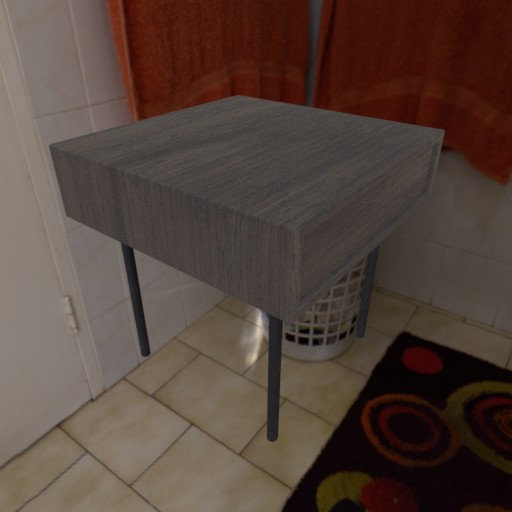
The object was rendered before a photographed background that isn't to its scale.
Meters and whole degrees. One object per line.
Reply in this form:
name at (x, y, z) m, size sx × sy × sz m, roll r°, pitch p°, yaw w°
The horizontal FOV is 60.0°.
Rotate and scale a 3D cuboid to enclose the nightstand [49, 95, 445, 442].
nightstand at (0.000, 0.000, 0.916) m, size 0.503 × 0.497 × 0.502 m, roll 22°, pitch 38°, yaw 32°
